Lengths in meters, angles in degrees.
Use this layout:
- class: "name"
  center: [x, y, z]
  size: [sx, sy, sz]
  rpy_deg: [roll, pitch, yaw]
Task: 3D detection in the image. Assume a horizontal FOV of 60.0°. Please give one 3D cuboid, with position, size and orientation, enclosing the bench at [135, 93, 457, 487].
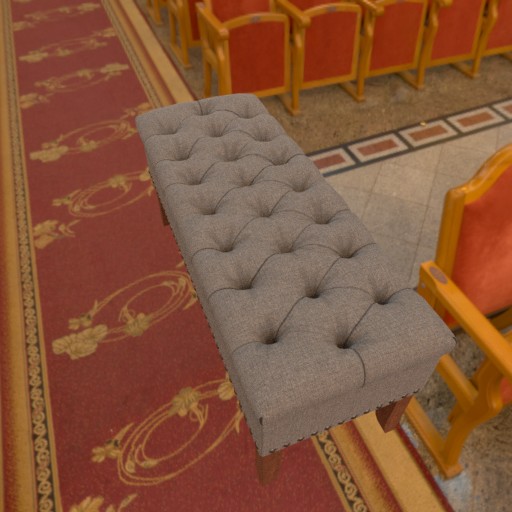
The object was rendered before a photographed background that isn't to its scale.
- class: "bench"
  center: [0.000, 0.000, 1.262]
  size: [0.417, 0.470, 1.052]
  rpy_deg: [-16, 49, -15]
